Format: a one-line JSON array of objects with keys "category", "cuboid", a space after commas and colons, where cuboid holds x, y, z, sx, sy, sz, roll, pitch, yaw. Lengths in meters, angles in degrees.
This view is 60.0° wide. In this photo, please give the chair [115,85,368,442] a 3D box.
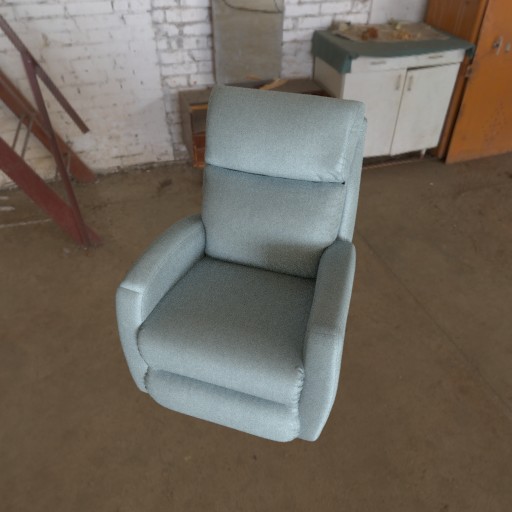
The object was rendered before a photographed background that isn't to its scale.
[{"category": "chair", "cuboid": [0.000, 0.000, 1.706, 0.794, 1.016, 0.940, 12, 41, 13]}]
